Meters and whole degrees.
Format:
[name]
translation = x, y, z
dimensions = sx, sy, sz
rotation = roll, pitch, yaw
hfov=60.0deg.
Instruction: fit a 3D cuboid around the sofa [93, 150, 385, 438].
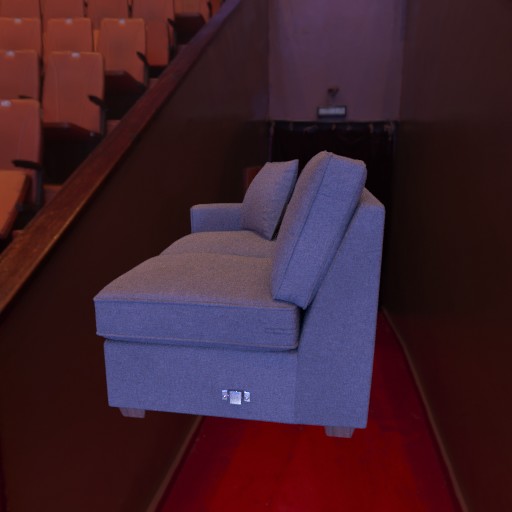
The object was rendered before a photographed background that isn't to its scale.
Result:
[sofa]
translation = 0.000, 0.000, 2.125
dimensions = 0.991, 0.989, 1.388
rotation = 2, 14, 8
